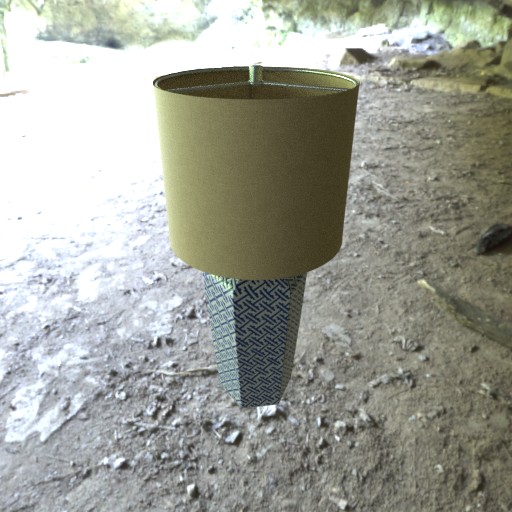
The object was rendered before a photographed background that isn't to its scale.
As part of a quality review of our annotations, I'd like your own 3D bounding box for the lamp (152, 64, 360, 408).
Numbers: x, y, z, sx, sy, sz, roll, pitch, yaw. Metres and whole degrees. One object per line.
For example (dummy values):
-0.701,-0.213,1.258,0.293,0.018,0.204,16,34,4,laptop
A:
0.000,0.000,0.857,0.320,0.682,0.320,-1,30,-3,lamp
